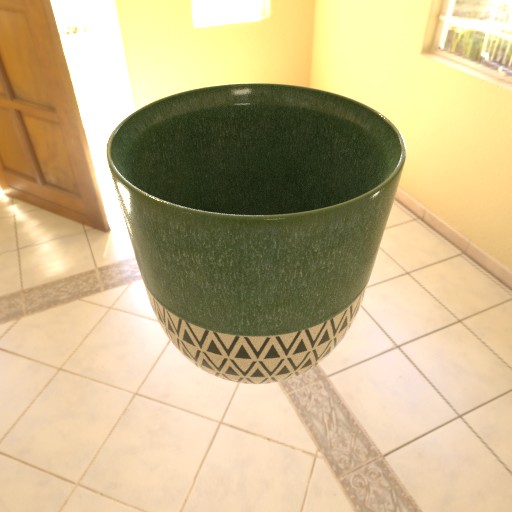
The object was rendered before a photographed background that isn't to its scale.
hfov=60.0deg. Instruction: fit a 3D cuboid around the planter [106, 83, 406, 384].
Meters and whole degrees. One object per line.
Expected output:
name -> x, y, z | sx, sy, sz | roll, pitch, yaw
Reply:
planter -> 0.000, 0.000, 0.364 | 0.195, 0.214, 0.195 | 0, 40, 0
